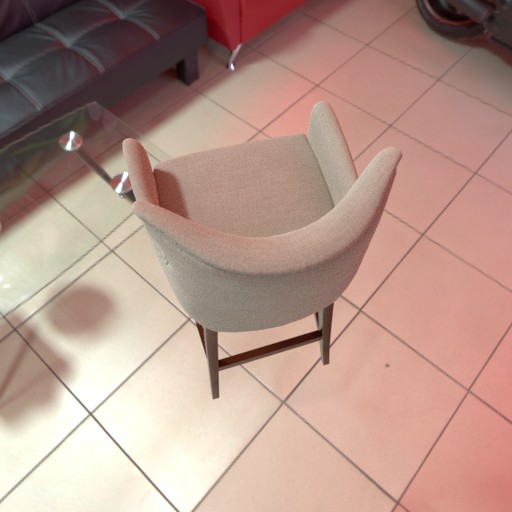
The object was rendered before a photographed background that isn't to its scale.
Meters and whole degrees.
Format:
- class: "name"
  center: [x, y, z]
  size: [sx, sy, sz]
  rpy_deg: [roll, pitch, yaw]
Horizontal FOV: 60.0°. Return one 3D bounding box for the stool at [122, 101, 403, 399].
- class: "stool"
  center: [0.000, 0.000, 1.379]
  size: [0.615, 0.987, 0.637]
  rpy_deg: [-13, 60, -8]
